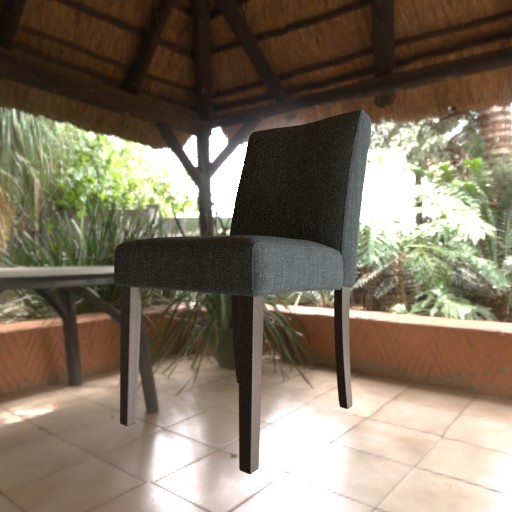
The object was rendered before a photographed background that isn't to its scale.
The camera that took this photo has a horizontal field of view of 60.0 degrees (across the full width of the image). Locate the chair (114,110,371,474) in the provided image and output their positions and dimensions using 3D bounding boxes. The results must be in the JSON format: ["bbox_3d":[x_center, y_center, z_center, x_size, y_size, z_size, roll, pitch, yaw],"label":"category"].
[{"bbox_3d":[0.000,0.000,1.265,0.487,0.884,0.629,0,1,38],"label":"chair"}]
